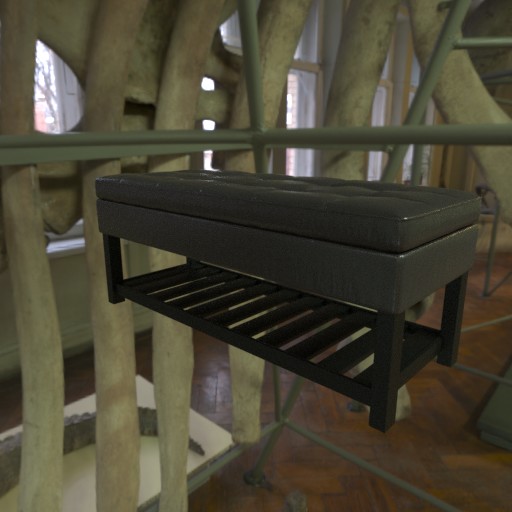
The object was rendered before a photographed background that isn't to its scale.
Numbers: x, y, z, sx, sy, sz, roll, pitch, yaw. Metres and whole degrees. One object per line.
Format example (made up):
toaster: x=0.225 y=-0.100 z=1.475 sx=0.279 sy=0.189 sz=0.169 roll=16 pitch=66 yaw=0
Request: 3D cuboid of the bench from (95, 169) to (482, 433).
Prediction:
bench: x=0.000 y=0.000 z=1.325 sx=1.105 sy=0.460 sz=0.432 roll=14 pitch=20 yaw=41
